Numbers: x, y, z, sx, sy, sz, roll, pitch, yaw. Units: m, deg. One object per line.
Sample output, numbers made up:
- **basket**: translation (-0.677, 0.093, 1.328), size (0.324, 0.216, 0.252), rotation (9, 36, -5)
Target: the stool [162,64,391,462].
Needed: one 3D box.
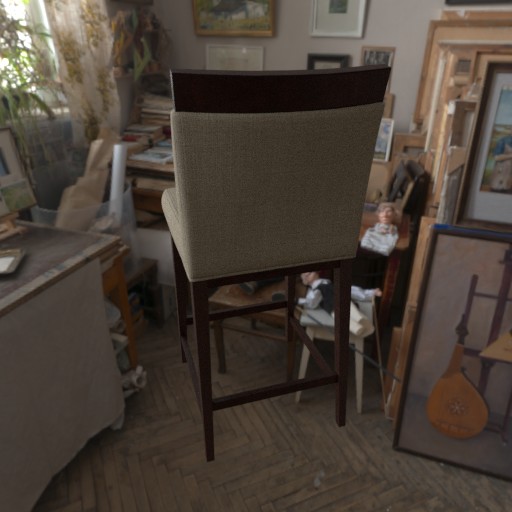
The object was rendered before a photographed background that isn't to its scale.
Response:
- **stool**: translation (0.000, 0.000, 1.254), size (0.463, 1.011, 0.480), rotation (-8, 28, -16)
